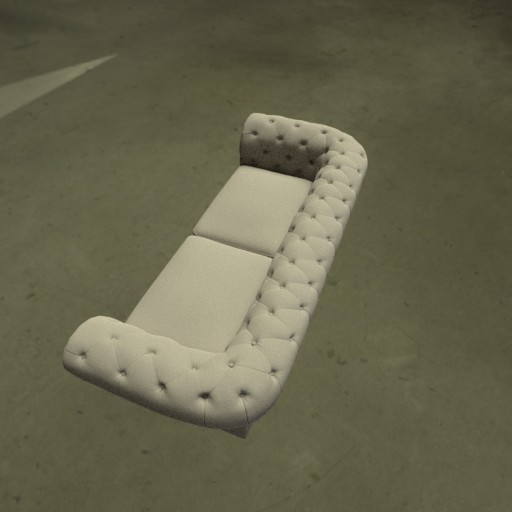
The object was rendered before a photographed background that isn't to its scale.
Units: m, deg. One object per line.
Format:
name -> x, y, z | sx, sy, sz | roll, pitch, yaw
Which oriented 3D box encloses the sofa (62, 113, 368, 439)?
sofa -> 0.000, 0.000, 2.828 | 0.991, 0.749, 2.411 | 16, 48, 15
